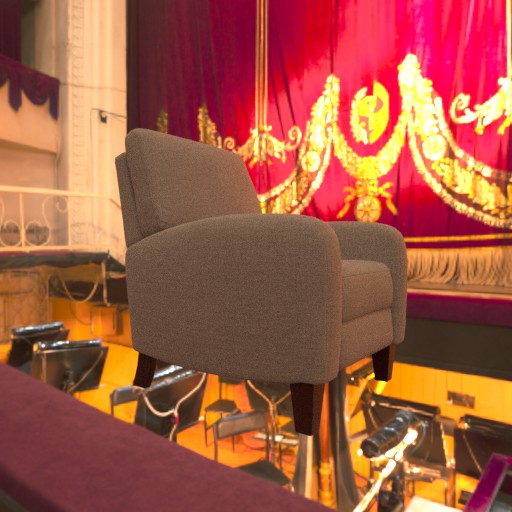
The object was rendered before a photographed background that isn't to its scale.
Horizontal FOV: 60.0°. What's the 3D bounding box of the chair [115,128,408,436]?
[{"bbox_3d":[0.000,0.000,1.746,0.990,0.990,0.762,1,2,36],"label":"chair"}]
